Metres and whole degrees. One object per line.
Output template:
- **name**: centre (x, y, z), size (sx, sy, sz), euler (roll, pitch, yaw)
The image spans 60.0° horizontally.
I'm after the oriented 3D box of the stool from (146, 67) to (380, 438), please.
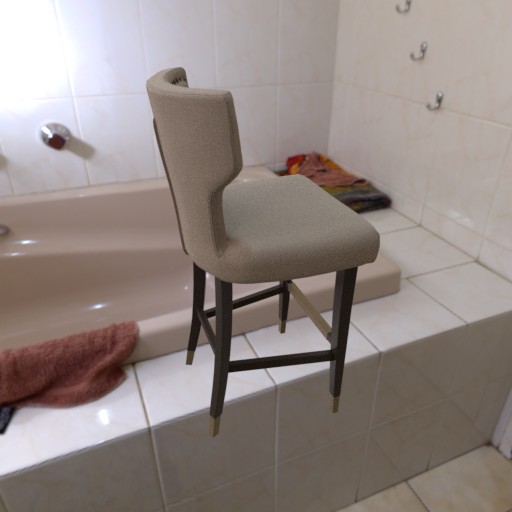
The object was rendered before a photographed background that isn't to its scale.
- **stool**: centre (0.000, 0.000, 1.423), size (0.563, 1.092, 0.526), euler (-10, 31, -18)
